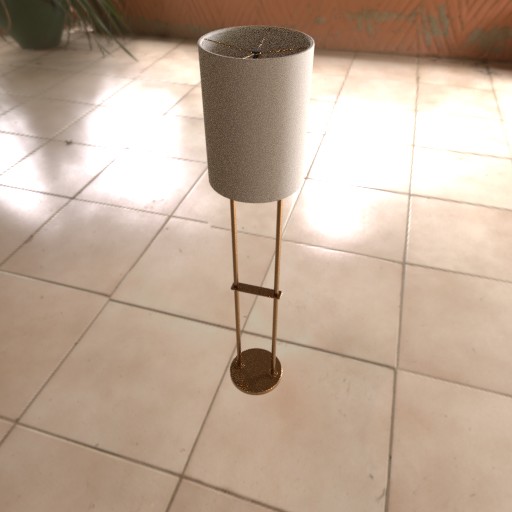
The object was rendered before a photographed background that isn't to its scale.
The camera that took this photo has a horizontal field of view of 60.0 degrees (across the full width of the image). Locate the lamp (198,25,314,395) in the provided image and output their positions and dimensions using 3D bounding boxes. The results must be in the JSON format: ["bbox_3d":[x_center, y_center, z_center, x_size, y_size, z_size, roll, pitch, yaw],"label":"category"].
[{"bbox_3d":[0.000,0.000,1.657,0.306,1.500,0.305,11,42,12],"label":"lamp"}]
